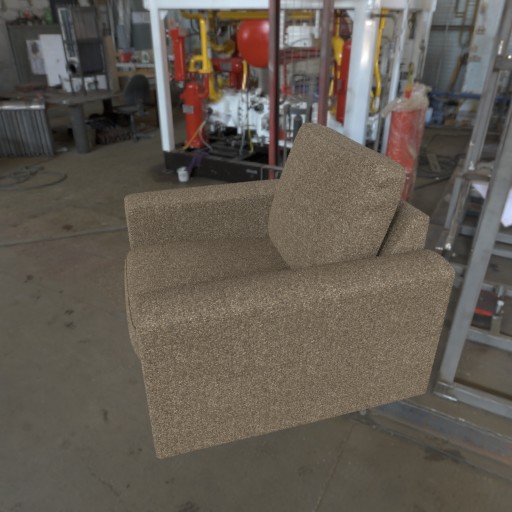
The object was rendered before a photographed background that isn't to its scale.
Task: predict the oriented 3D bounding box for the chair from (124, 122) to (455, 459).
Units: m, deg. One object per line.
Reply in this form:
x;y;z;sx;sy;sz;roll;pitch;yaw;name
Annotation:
0.000;0.000;1.731;1.016;0.873;1.005;-8;30;-14;chair
